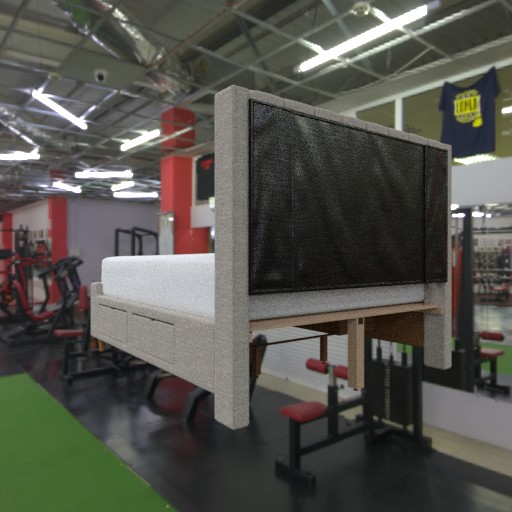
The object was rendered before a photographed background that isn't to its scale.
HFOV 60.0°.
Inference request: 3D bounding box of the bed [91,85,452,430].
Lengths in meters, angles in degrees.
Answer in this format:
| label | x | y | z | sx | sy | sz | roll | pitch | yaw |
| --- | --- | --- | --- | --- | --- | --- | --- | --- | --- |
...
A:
| label | x | y | z | sx | sy | sz | roll | pitch | yaw |
| --- | --- | --- | --- | --- | --- | --- | --- | --- | --- |
| bed | 0.000 | 0.000 | 3.754 | 2.044 | 1.748 | 2.372 | 0 | 0 | -37 |
